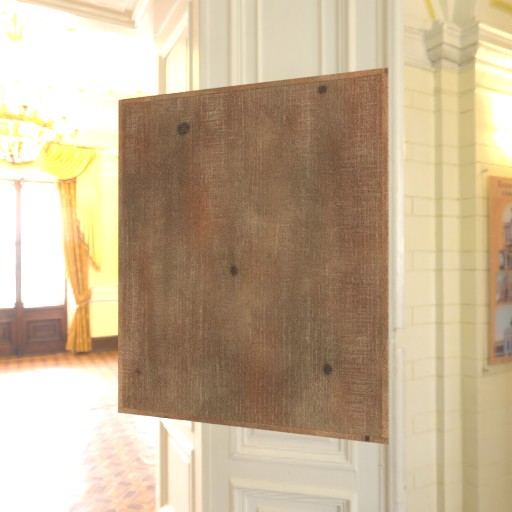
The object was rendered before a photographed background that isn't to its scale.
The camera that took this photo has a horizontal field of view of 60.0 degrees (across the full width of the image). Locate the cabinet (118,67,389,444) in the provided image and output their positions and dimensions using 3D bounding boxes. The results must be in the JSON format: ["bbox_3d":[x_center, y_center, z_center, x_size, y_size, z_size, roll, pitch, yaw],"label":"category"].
[{"bbox_3d":[0.000,0.000,0.852,0.489,0.590,0.184,0,0,17],"label":"cabinet"}]
